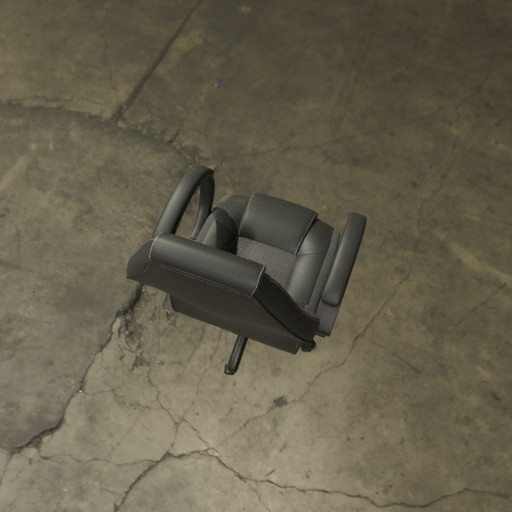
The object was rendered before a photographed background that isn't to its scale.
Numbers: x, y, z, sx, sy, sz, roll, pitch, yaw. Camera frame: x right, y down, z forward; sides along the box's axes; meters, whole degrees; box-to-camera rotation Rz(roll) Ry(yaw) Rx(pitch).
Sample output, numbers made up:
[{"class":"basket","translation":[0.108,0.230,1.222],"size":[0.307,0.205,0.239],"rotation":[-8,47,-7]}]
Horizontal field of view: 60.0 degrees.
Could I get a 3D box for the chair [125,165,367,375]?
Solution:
[{"class":"chair","translation":[0.000,0.000,1.619],"size":[0.673,1.187,0.724],"rotation":[18,65,9]}]
